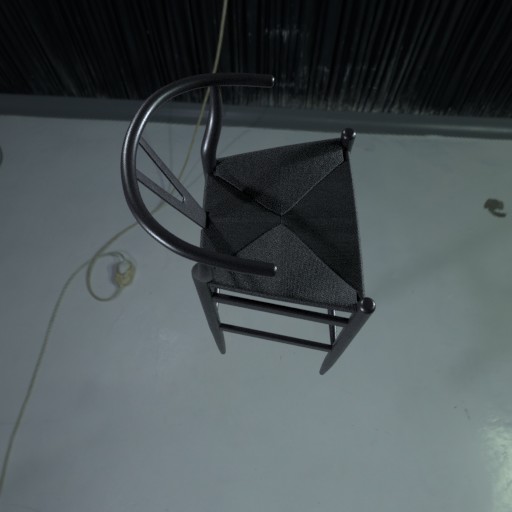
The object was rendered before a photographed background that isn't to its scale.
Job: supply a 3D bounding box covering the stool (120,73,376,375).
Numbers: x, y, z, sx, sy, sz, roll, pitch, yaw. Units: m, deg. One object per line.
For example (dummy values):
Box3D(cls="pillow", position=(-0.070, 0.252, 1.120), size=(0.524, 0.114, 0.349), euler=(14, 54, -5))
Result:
Box3D(cls="stool", position=(0.000, 0.000, 1.426), size=(0.579, 1.072, 0.569), euler=(0, 64, 0))
